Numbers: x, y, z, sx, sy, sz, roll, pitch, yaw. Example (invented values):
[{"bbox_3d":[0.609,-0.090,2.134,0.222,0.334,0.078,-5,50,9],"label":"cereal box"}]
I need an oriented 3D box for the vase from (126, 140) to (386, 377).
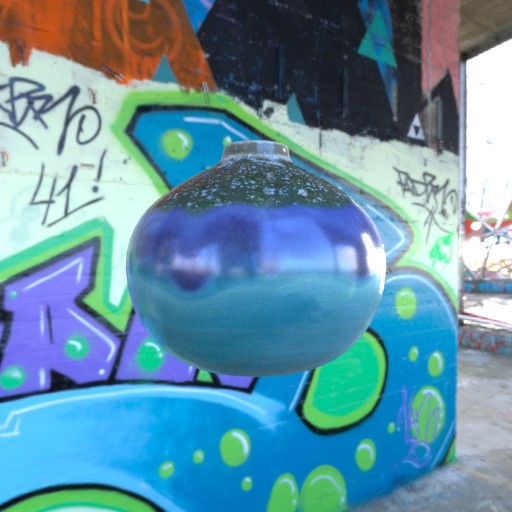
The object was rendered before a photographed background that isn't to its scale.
[{"bbox_3d":[0.000,0.000,0.273,0.154,0.133,0.154,0,1,0],"label":"vase"}]
